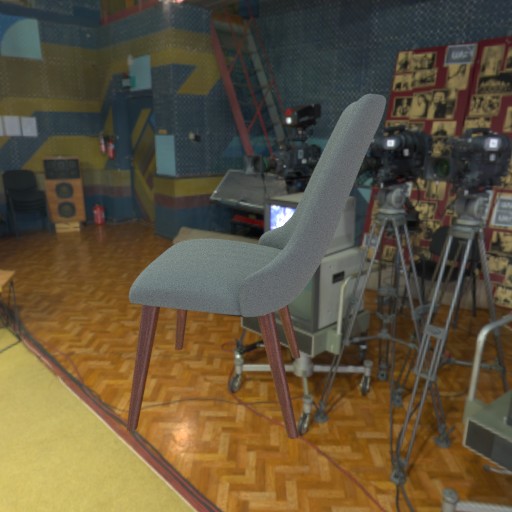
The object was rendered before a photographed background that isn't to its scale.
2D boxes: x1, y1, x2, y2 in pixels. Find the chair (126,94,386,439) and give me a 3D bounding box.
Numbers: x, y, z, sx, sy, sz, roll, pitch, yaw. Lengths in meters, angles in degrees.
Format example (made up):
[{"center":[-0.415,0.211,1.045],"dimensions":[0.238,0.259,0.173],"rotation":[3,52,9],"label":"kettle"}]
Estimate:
[{"center":[0.000,0.000,1.365],"dimensions":[0.707,0.918,0.535],"rotation":[2,16,7],"label":"chair"}]
